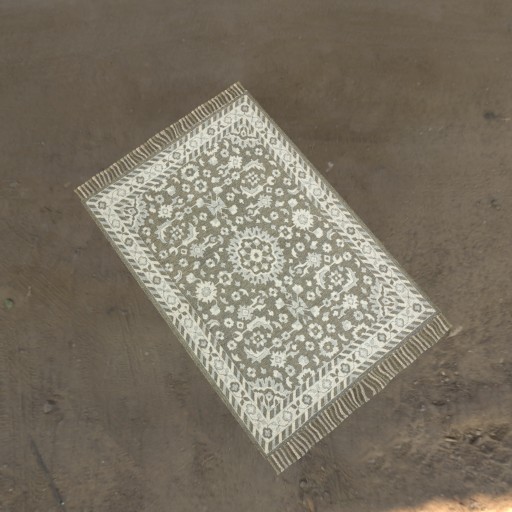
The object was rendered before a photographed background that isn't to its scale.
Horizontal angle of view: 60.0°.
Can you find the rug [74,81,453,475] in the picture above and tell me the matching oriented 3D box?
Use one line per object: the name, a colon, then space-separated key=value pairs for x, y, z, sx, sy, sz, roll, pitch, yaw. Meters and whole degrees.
rug: x=0.000 y=0.000 z=3.123 sx=1.530 sy=0.025 sz=2.431 roll=-37 pitch=78 yaw=-9
